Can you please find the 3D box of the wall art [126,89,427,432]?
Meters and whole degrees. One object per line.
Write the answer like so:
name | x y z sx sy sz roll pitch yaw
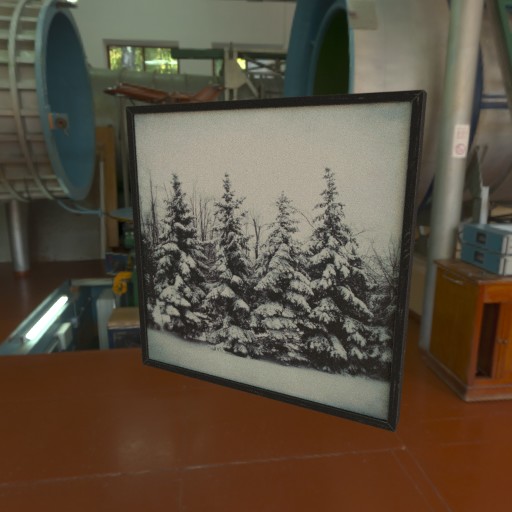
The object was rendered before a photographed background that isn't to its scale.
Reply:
wall art | 0.000 0.000 0.759 0.506 0.506 0.036 7 15 26
